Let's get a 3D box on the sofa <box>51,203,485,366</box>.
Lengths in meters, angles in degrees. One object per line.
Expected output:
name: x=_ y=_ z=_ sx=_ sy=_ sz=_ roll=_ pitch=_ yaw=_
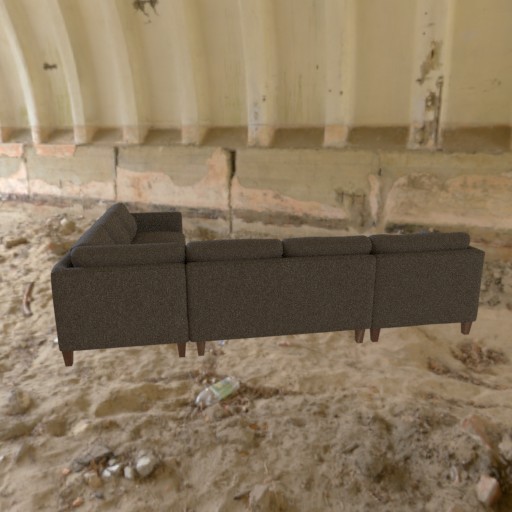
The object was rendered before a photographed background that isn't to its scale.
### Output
sofa: x=0.000 y=0.000 z=4.433 sx=3.238 sy=0.853 sz=2.551 roll=-3 pitch=15 yaw=-10
